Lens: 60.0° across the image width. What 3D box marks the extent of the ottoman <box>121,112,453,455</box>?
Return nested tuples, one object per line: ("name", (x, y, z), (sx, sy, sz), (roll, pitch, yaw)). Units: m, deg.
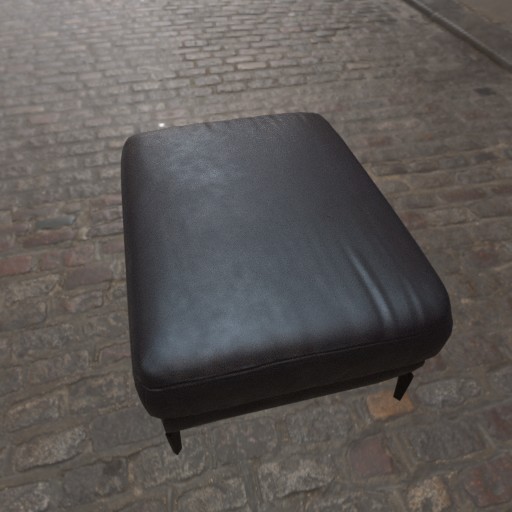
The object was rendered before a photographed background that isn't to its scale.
("ottoman", (0.000, 0.000, 1.060), (0.570, 0.402, 0.764), (-10, 46, -10))
